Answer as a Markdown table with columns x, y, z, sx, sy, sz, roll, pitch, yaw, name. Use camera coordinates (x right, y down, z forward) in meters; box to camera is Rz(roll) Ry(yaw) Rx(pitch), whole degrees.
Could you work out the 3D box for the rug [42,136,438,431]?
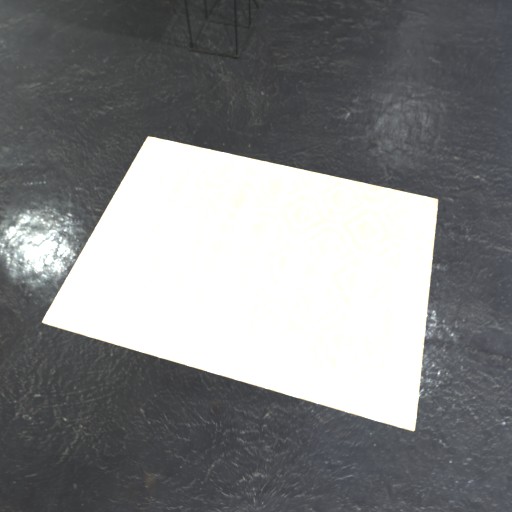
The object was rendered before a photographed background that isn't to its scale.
| x | y | z | sx | sy | sz | roll | pitch | yaw | name |
| --- | --- | --- | --- | --- | --- | --- | --- | --- | --- |
| 0.000 | 0.000 | 4.380 | 3.353 | 0.010 | 2.438 | 14 | 60 | 8 | rug |
